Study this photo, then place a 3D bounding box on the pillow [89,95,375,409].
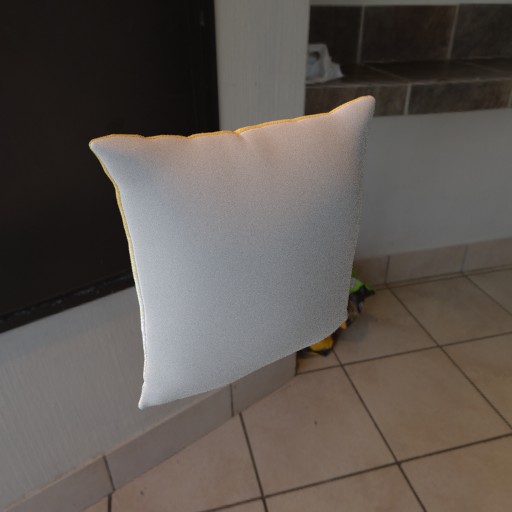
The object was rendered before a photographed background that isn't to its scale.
[{"bbox_3d":[0.000,0.000,0.715,0.450,0.450,0.211,-18,35,-28],"label":"pillow"}]
